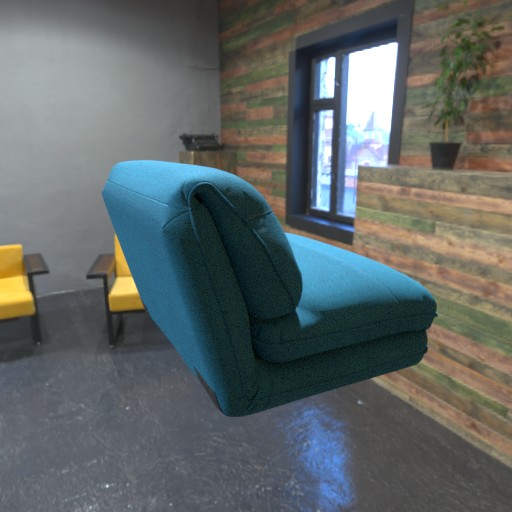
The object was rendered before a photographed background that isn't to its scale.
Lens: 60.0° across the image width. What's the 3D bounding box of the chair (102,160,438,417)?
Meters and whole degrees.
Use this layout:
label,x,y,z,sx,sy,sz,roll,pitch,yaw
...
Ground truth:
label,x,y,z,sx,sy,sz,roll,pitch,yaw
chair,0.000,0.000,1.379,0.780,0.580,0.820,-7,16,-26
